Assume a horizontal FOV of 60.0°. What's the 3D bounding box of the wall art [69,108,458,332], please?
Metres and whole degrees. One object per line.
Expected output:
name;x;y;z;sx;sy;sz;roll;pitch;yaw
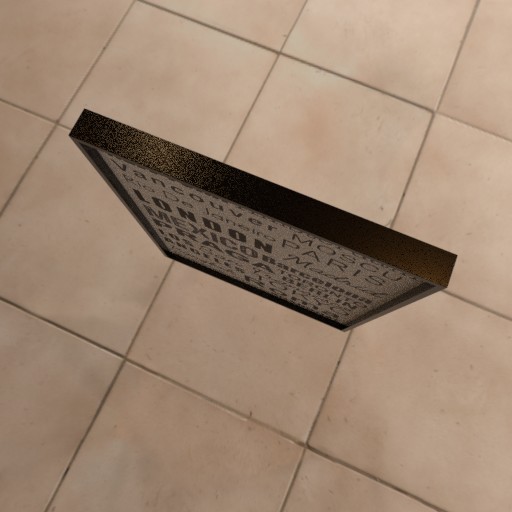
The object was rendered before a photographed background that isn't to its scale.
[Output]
wall art;0.000;0.000;0.752;0.448;0.551;0.038;22;77;6
